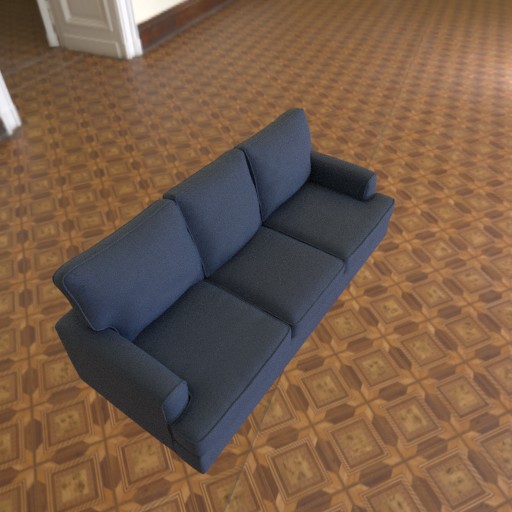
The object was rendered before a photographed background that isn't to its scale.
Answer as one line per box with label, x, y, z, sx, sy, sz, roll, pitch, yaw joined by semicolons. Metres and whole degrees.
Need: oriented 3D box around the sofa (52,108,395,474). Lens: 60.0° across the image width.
sofa;0.000;0.000;2.665;0.951;0.965;2.158;26;49;25
